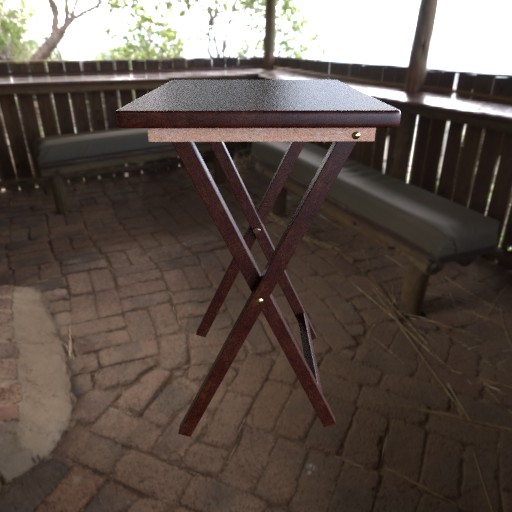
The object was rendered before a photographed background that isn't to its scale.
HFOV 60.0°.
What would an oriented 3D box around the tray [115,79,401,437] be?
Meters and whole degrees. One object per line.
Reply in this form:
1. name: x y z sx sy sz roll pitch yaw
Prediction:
1. tray: 0.000 0.000 0.942 0.381 0.660 0.483 0 26 -1
